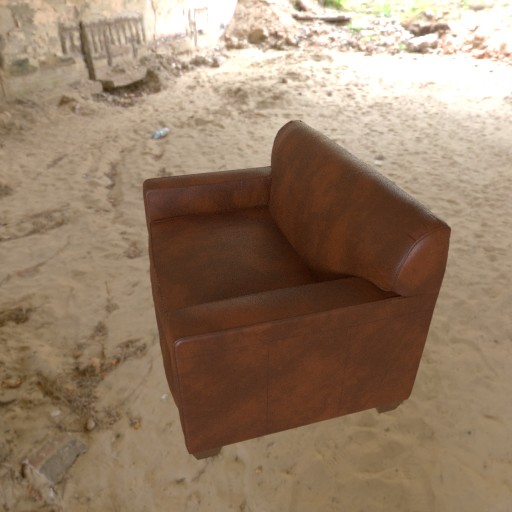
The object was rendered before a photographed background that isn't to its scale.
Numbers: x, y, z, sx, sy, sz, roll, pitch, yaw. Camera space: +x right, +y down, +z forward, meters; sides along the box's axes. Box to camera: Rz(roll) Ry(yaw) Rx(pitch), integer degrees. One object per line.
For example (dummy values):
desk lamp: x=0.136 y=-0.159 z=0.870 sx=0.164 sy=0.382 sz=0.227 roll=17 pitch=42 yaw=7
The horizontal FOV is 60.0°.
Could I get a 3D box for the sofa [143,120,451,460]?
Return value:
sofa: x=0.000 y=0.000 z=2.104 sx=1.000 sy=0.956 sz=1.413 roll=-9 pitch=33 yaw=-14
